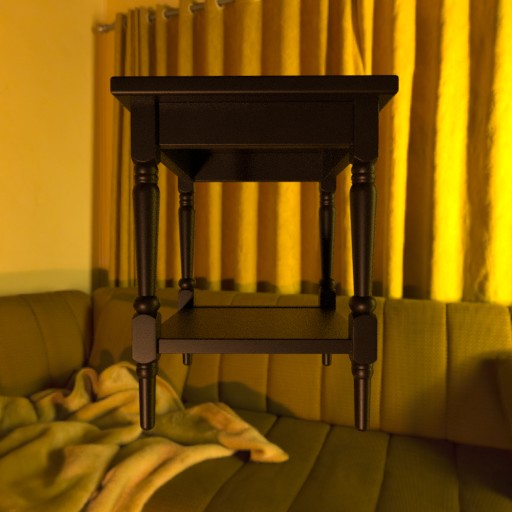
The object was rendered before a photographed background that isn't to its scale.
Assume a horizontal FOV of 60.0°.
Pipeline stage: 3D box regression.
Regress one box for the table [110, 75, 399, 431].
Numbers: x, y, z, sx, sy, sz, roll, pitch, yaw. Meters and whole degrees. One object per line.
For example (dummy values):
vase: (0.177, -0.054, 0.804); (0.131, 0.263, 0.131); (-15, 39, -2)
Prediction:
table: (0.000, 0.000, 0.926); (0.442, 0.565, 0.488); (0, 1, 1)
